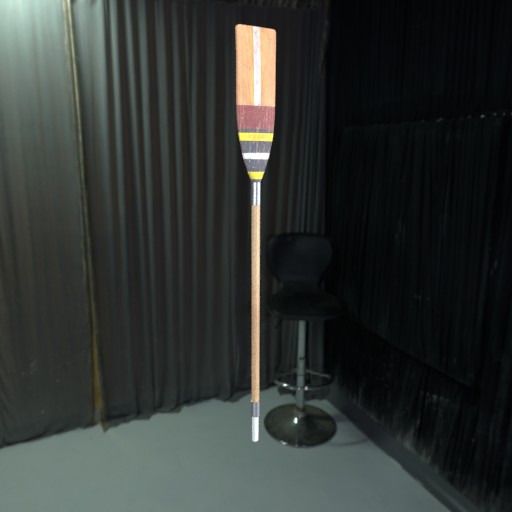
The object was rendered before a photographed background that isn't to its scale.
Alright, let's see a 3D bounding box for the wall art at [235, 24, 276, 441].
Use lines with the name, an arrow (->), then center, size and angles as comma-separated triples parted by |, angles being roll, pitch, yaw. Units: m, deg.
wall art -> 0.000, 0.000, 1.644 | 0.146, 1.556, 0.038 | -7, 15, -26
